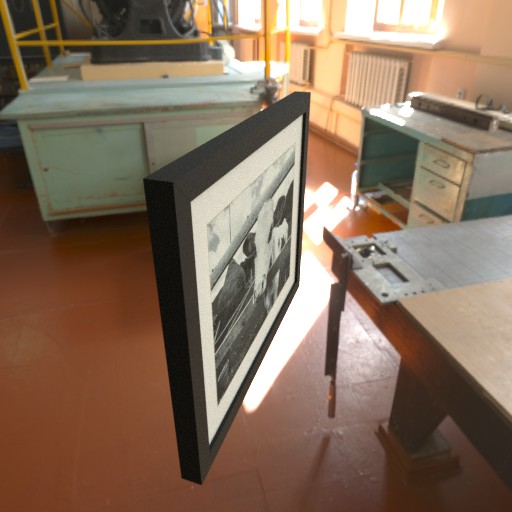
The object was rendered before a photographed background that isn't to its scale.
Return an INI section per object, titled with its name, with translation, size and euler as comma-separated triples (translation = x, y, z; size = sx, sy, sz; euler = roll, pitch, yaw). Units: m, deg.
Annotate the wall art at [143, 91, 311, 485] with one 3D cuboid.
[wall art]
translation = 0.000, 0.000, 0.550
size = 0.024, 0.329, 0.404
euler = 10, 30, 17
